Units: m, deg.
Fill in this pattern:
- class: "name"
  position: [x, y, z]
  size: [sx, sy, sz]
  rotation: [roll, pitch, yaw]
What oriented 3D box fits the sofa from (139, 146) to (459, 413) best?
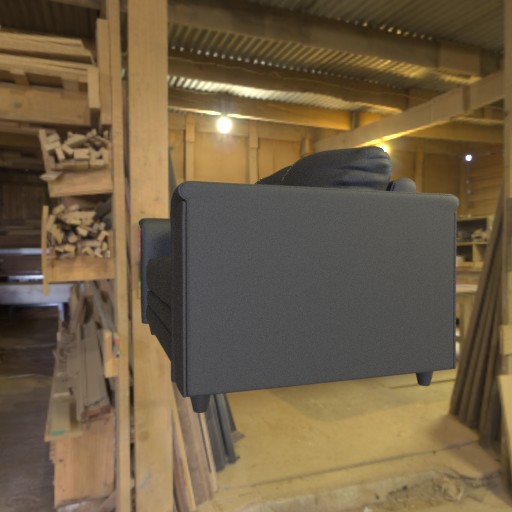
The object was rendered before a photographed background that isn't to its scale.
- class: "sofa"
  position: [0.000, 0.000, 1.904]
  size: [0.887, 0.845, 1.386]
  rotation: [0, 1, -19]
